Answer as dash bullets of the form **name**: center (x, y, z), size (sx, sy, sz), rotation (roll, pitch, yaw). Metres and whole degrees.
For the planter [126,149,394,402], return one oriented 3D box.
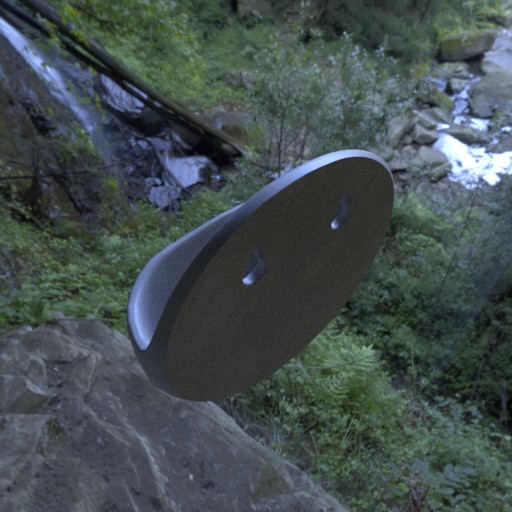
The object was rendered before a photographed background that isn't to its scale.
- **planter**: center (0.000, 0.000, 0.278), size (0.190, 0.164, 0.073), rotation (-32, 54, -27)
